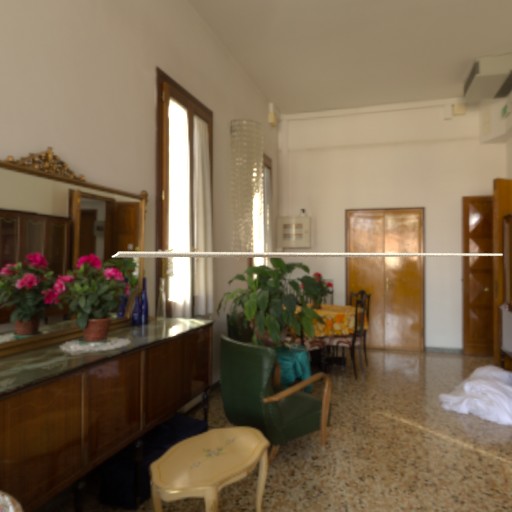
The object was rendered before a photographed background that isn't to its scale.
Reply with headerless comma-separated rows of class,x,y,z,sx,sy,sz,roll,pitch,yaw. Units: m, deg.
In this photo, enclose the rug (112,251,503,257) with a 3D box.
rug,0.000,0.000,3.991,2.438,0.013,3.048,0,0,-19
